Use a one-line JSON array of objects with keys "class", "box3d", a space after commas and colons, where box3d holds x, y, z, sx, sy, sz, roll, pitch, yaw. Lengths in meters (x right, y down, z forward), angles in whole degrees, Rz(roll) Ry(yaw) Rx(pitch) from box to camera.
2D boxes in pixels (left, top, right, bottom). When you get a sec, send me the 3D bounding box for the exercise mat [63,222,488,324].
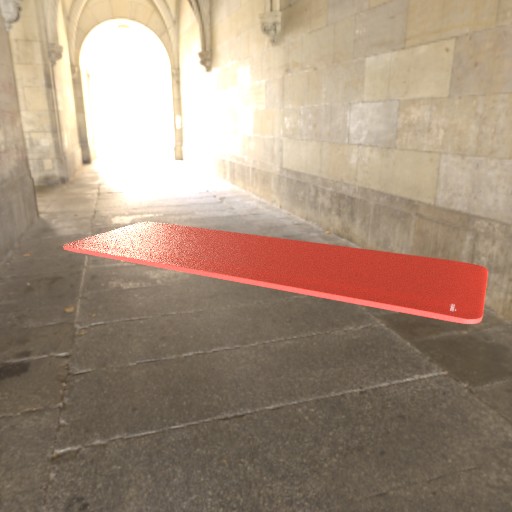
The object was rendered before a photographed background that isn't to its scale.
[{"class": "exercise mat", "box3d": [0.000, 0.000, 2.008, 1.869, 0.021, 0.616, 9, 19, 26]}]
